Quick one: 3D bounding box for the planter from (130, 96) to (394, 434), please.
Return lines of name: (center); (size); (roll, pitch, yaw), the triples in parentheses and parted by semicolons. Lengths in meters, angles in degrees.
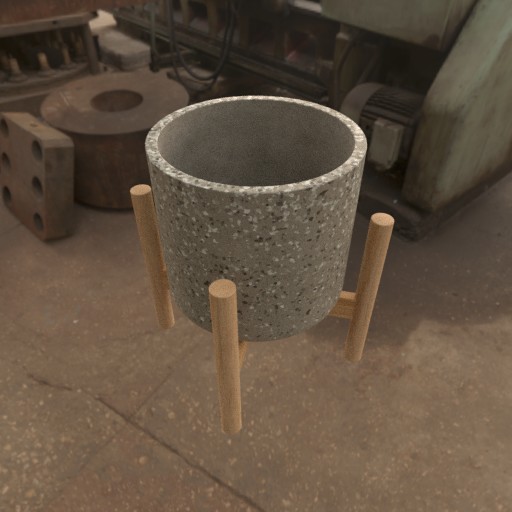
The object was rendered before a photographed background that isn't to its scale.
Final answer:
planter: (0.000, 0.000, 0.554); (0.284, 0.320, 0.284); (24, 46, 26)
